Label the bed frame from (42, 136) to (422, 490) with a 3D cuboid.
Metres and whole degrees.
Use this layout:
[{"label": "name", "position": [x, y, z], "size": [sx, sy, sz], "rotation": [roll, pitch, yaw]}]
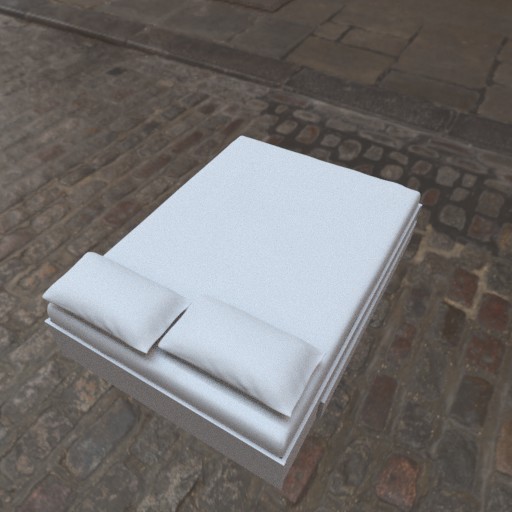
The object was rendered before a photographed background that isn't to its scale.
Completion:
[{"label": "bed frame", "position": [0.000, 0.000, 2.653], "size": [1.450, 0.629, 1.950], "rotation": [23, 50, 21]}]
